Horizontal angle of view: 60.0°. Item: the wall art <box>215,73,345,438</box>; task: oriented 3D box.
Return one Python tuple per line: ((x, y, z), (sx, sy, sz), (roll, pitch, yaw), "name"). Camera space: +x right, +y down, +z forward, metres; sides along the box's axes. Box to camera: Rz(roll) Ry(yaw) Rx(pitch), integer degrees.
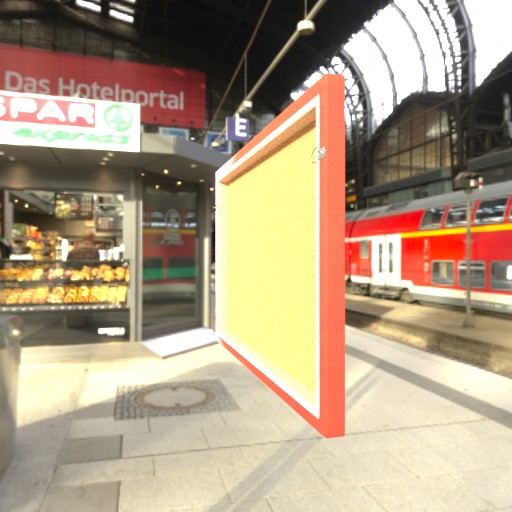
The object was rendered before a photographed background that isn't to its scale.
((0.000, 0.000, 1.174), (0.040, 0.609, 0.913), (0, 0, -17), "wall art")
